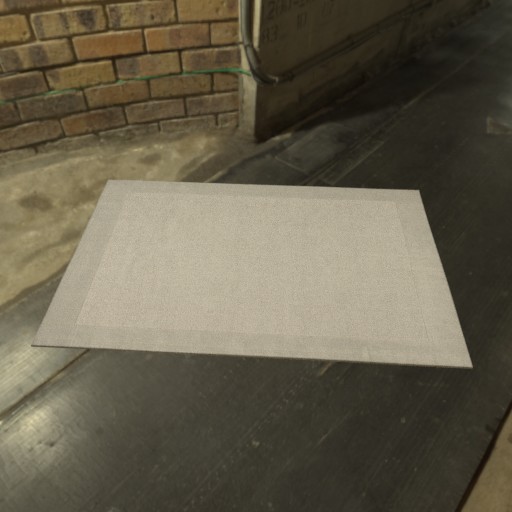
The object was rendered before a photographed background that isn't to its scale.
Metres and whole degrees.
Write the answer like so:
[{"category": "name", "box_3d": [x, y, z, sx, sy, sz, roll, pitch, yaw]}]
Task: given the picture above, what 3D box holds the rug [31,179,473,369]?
[{"category": "rug", "box_3d": [0.000, 0.000, 2.953, 2.438, 0.014, 1.524, 2, 47, 2]}]
